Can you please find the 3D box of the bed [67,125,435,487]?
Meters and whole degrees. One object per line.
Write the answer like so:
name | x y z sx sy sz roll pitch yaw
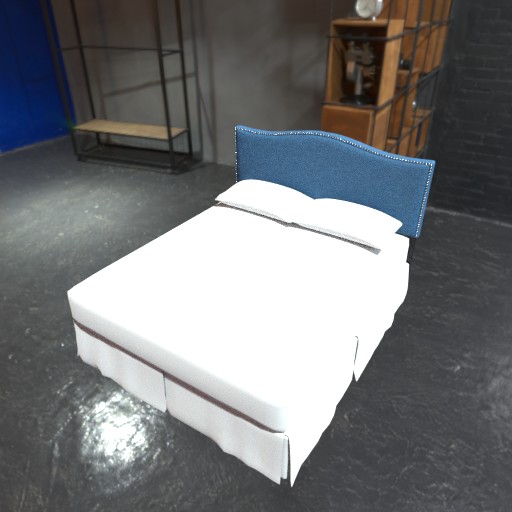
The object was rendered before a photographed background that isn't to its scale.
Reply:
bed | 0.000 0.000 2.856 1.610 1.169 1.872 19 36 28
